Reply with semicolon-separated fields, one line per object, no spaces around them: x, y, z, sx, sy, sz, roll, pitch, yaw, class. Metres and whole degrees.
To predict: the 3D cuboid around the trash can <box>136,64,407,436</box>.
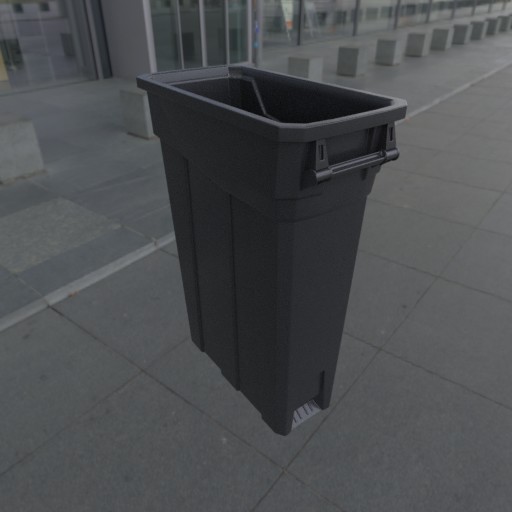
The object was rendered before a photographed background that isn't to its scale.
0.000;0.000;1.051;0.281;0.762;0.559;-21;37;-31;trash can
